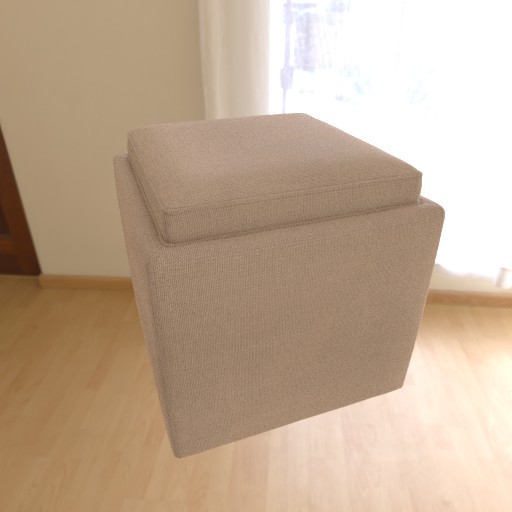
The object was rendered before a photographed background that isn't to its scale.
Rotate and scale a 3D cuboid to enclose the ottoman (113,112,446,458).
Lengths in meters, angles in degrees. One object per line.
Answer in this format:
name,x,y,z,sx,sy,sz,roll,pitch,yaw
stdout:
ottoman,0.000,0.000,0.834,0.450,0.460,0.451,-11,32,-18
